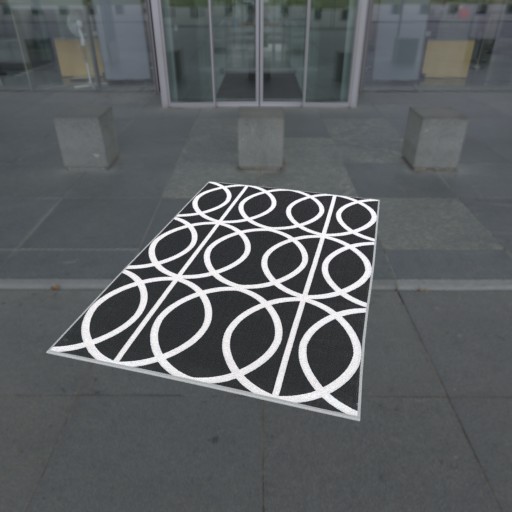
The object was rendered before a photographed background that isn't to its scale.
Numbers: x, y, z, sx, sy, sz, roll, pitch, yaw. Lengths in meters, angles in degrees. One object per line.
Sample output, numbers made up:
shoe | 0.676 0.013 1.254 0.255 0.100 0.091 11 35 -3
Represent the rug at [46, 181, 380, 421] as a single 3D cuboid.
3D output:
rug | 0.000 0.000 2.942 1.526 0.014 2.290 8 32 13
